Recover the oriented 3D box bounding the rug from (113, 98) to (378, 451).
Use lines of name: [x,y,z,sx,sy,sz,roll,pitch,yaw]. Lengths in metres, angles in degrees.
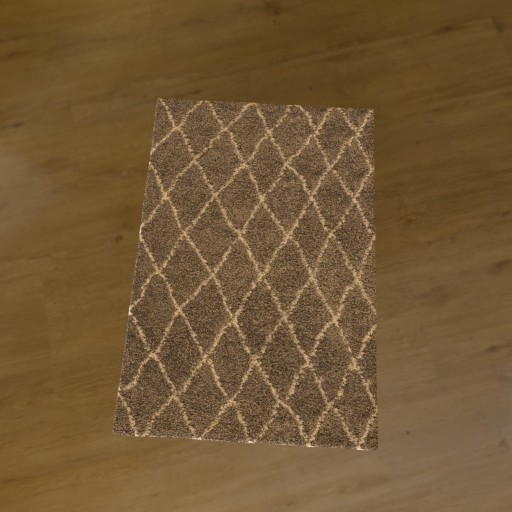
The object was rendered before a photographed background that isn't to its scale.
rug: [0.000,0.000,2.265,1.219,0.030,1.778,3,75,1]
